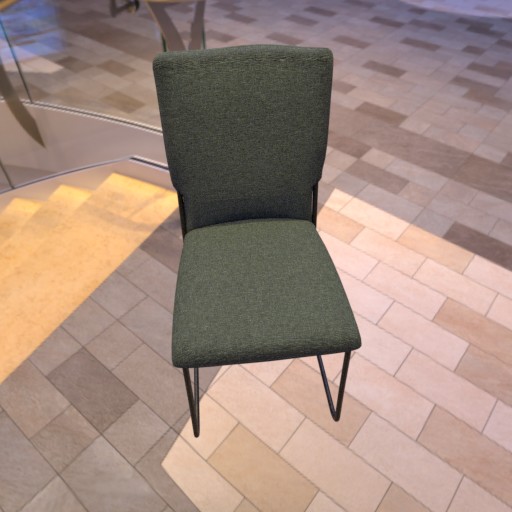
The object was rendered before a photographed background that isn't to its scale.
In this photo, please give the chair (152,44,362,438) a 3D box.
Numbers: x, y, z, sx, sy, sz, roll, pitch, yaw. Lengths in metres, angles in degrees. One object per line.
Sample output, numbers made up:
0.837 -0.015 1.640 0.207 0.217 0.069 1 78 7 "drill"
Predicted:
0.000 0.000 1.244 0.480 0.931 0.635 -5 46 -5 "chair"
